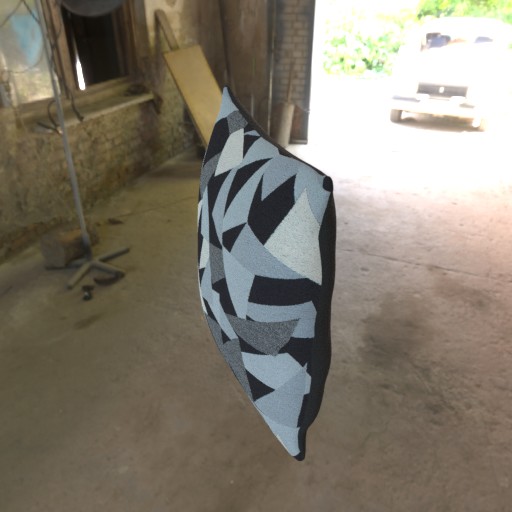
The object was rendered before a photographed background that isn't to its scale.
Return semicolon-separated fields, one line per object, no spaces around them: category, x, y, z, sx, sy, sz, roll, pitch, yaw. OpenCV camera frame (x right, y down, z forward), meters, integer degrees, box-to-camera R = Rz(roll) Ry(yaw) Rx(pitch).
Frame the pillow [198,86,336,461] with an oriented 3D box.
pillow;0.000;0.000;0.793;0.208;0.496;0.503;-9;32;-14
